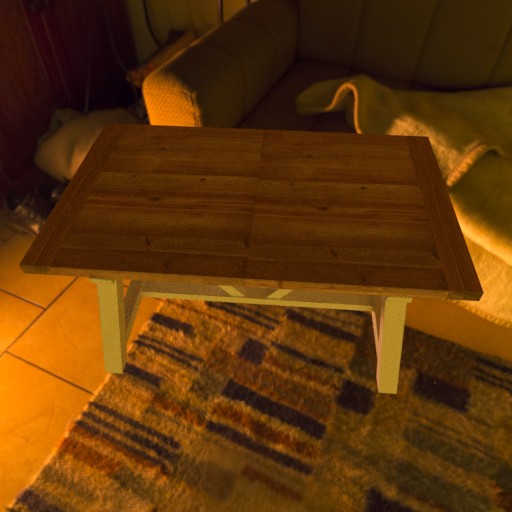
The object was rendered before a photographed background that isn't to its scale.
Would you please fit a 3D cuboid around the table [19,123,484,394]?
[{"bbox_3d":[0.000,0.000,2.013,1.503,0.743,0.922,3,46,3],"label":"table"}]
